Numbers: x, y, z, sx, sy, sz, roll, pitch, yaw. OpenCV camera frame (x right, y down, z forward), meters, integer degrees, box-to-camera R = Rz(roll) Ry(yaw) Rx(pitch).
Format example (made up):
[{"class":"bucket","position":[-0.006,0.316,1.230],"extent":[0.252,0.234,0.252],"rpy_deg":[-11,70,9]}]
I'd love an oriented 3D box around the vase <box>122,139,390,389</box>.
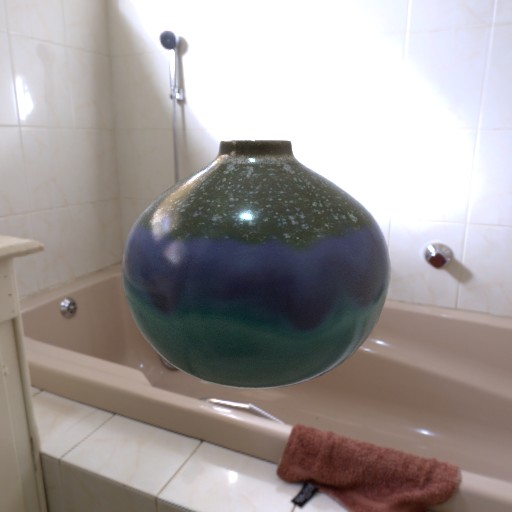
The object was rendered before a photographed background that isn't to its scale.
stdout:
[{"class":"vase","position":[0.000,0.000,0.263],"extent":[0.154,0.133,0.154],"rpy_deg":[0,14,0]}]
